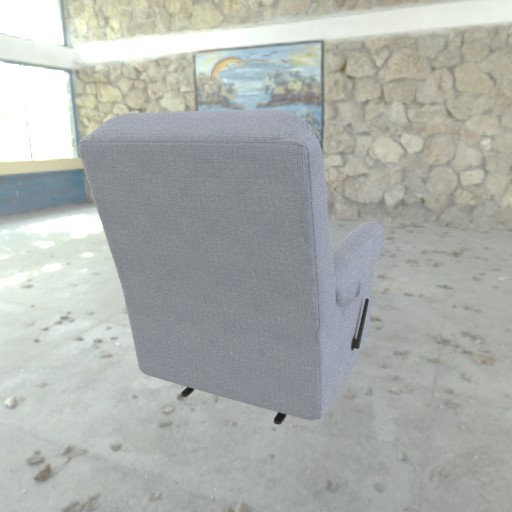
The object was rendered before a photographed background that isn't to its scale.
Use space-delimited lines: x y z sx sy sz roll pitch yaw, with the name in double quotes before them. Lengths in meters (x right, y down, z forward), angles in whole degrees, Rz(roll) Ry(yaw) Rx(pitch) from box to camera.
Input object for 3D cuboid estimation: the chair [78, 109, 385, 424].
"chair" 0.000 0.000 1.744 0.838 1.054 1.014 7 17 25
